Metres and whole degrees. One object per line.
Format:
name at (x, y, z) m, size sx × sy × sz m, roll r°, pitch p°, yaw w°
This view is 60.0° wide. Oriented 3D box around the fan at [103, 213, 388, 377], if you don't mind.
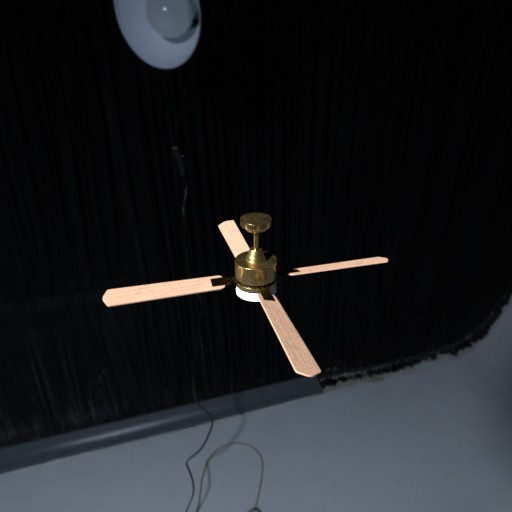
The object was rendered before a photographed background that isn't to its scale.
fan at (0.000, 0.000, 1.947) m, size 1.320 × 0.355 × 1.320 m, roll -7°, pitch 28°, yaw -14°
